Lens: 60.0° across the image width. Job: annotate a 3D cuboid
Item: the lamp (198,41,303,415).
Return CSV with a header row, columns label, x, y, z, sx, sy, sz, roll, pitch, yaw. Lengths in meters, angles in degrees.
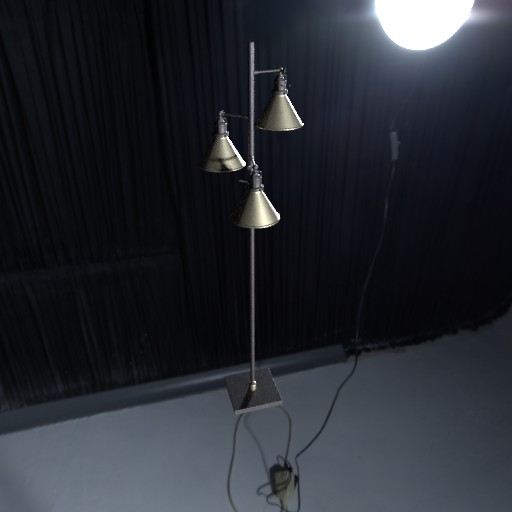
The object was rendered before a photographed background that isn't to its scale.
label,x,y,z,sx,sy,sz,roll,pitch,yaw
lamp,0.000,0.000,1.969,0.428,1.716,0.415,-8,30,-14
